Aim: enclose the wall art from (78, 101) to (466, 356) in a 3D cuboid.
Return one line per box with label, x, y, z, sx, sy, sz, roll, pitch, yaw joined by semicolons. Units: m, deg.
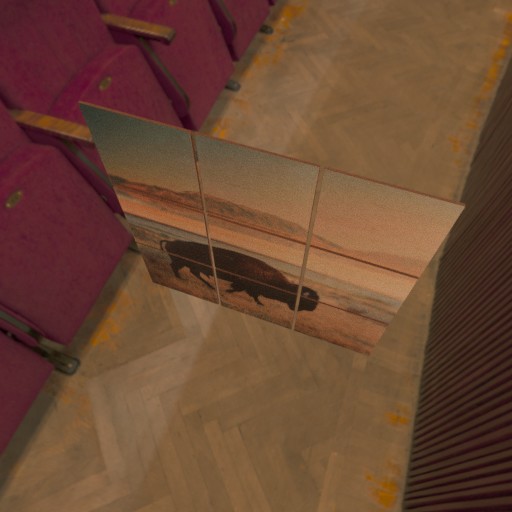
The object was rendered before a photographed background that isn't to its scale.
wall art;0.000;0.000;2.311;1.533;1.532;0.019;17;60;11
